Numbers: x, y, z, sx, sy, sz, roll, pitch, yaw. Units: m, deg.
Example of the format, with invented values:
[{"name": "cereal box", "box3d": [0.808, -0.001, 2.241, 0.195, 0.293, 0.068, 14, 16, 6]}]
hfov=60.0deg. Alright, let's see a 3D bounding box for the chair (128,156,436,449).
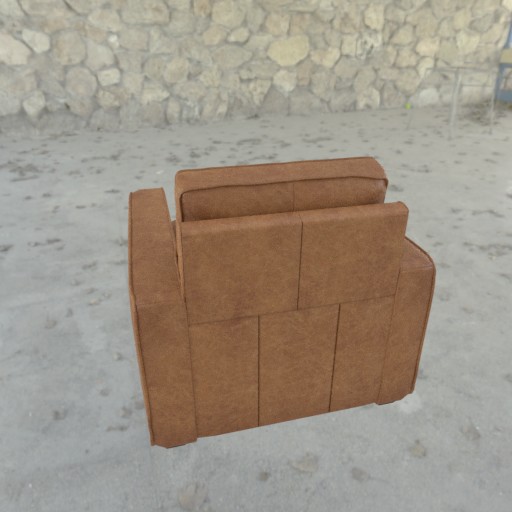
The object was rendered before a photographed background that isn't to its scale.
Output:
[{"name": "chair", "box3d": [0.000, 0.000, 1.751, 0.987, 0.901, 1.027, -8, 28, -15]}]
